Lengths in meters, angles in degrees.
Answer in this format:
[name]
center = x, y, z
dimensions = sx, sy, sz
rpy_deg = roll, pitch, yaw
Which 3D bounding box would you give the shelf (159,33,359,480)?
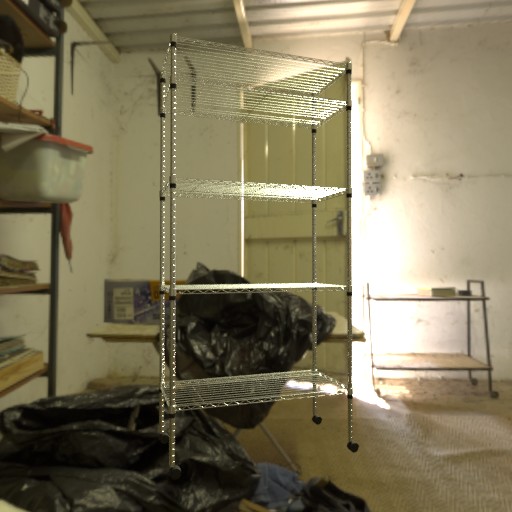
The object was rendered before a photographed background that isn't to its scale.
[shelf]
center = 0.000, 0.000, 1.856
dimensions = 0.762, 1.587, 0.356
rpy_deg = 0, -1, -18
